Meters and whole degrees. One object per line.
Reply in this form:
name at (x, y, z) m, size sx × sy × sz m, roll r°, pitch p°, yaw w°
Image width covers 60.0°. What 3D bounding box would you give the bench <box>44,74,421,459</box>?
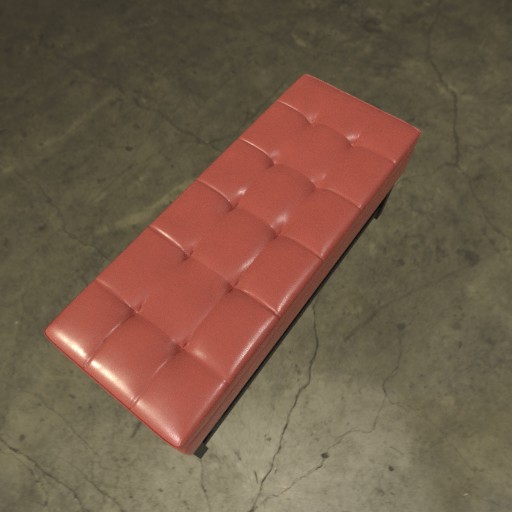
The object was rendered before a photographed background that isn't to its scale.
bench at (0.000, 0.000, 1.356) m, size 0.432 × 0.460 × 1.105 m, roll 33°, pitch 67°, yaw 16°
